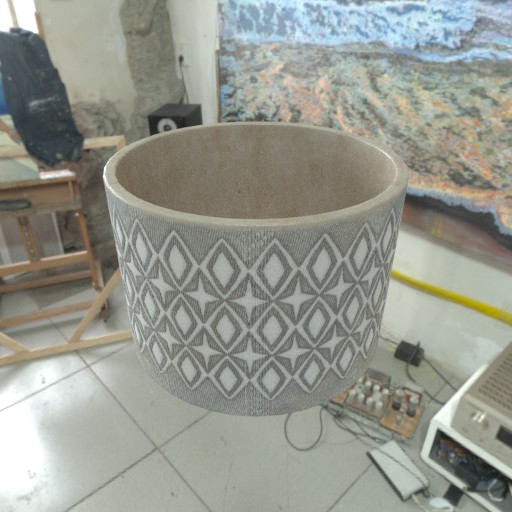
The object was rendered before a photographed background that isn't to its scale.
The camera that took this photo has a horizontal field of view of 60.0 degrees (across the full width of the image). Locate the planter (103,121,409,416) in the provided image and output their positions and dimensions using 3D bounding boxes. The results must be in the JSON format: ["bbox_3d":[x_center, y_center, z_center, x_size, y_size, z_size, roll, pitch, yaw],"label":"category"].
[{"bbox_3d":[0.000,0.000,0.280,0.164,0.127,0.164,0,31,0],"label":"planter"}]
